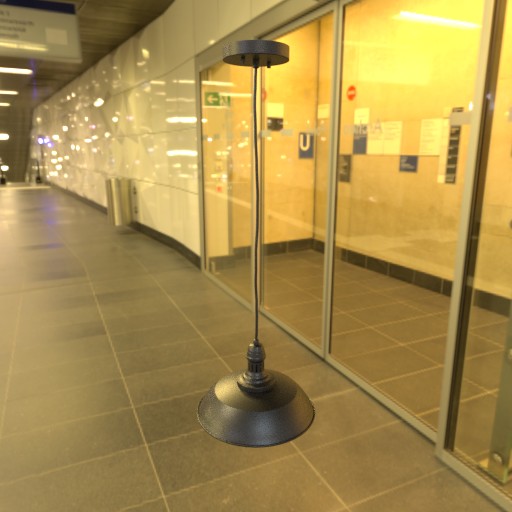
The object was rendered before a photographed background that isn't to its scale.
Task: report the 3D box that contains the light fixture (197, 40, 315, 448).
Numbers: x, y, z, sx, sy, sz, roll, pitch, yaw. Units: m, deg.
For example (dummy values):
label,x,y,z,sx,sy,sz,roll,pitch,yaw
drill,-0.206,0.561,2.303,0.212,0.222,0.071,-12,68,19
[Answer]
label,x,y,z,sx,sy,sz,roll,pitch,yaw
light fixture,0.000,0.000,1.144,0.331,0.993,0.331,-13,18,-43
